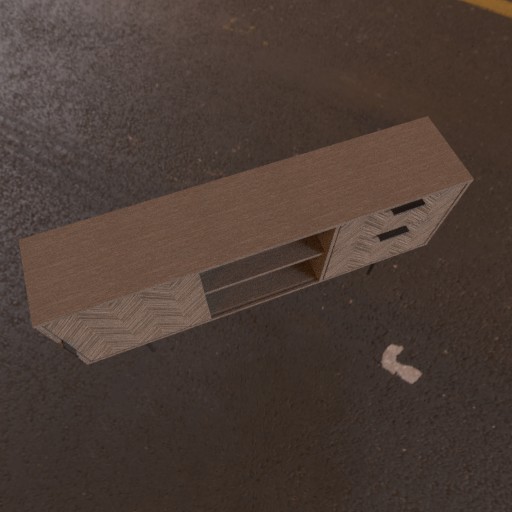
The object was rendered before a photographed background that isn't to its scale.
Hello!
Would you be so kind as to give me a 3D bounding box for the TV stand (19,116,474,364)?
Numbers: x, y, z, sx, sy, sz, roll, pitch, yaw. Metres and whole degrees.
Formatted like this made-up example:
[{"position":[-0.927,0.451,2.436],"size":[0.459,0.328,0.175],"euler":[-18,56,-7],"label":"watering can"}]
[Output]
[{"position":[0.000,0.000,2.118],"size":[1.804,0.787,0.405],"euler":[-19,65,-9],"label":"TV stand"}]
